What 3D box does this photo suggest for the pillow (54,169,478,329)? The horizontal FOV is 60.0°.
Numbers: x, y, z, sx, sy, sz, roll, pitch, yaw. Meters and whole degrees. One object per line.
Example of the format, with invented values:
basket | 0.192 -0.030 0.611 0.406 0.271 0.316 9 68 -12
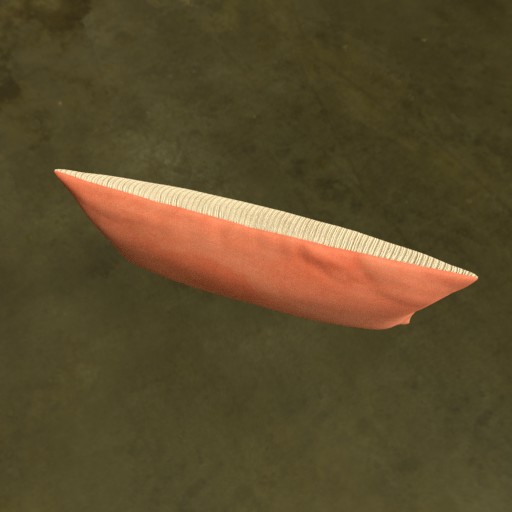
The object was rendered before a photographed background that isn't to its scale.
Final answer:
pillow | 0.000 0.000 0.753 0.608 0.307 0.155 15 64 8
